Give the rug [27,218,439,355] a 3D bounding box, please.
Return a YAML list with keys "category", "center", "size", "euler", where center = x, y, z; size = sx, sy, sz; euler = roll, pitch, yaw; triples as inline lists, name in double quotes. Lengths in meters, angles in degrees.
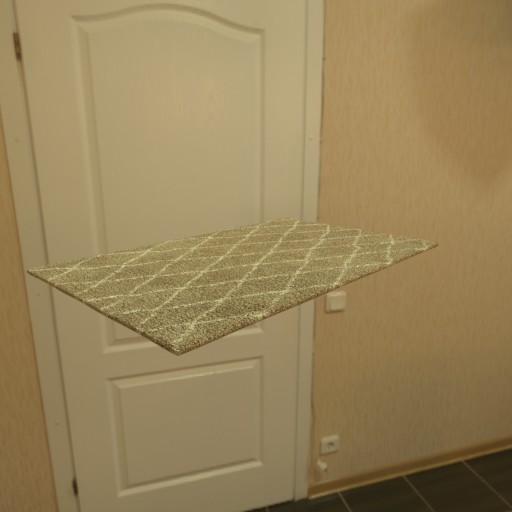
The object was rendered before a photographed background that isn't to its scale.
- category: "rug"
  center: [0.000, 0.000, 3.021]
  size: [1.524, 0.030, 2.438]
  euler: [14, 21, 42]
